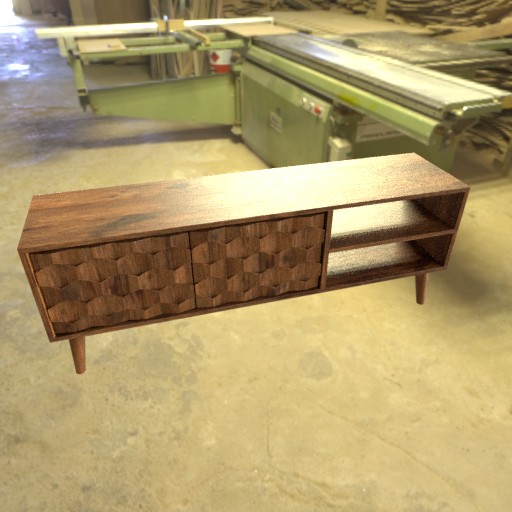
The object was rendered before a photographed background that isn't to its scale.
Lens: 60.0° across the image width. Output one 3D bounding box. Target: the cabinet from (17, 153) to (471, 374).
[{"bbox_3d":[0.000,0.000,1.653,1.448,0.528,0.349,-9,34,-13],"label":"cabinet"}]
